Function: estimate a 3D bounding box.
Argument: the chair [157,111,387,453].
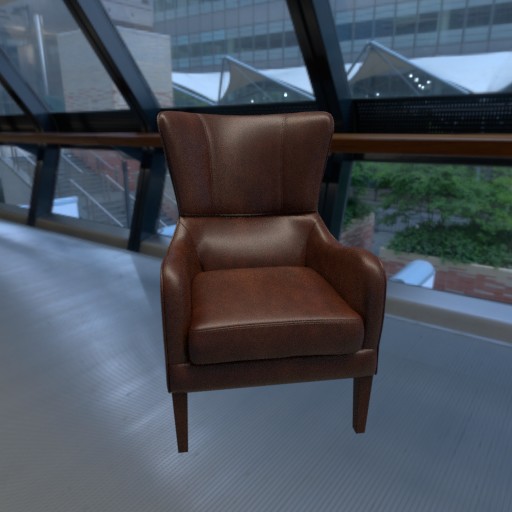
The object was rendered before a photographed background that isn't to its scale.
[{"bbox_3d":[0.000,0.000,1.673,0.692,1.048,0.914,-3,17,-8],"label":"chair"}]
